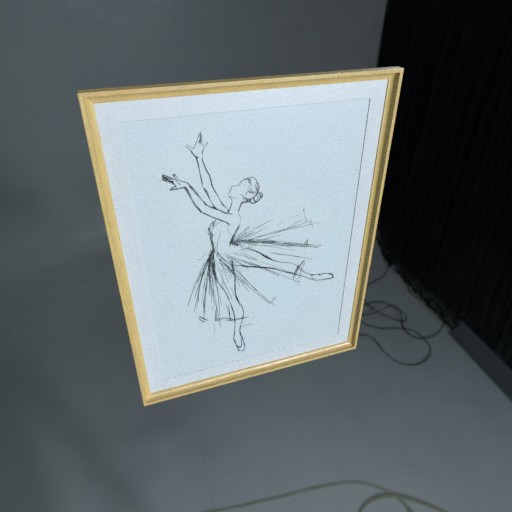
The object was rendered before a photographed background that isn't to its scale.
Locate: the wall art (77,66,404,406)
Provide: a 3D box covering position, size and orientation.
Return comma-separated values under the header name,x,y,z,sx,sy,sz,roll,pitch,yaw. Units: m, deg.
name,x,y,z,sx,sy,sz,roll,pitch,yaw
wall art,0.000,0.000,1.319,0.798,1.002,0.030,-11,35,-16
